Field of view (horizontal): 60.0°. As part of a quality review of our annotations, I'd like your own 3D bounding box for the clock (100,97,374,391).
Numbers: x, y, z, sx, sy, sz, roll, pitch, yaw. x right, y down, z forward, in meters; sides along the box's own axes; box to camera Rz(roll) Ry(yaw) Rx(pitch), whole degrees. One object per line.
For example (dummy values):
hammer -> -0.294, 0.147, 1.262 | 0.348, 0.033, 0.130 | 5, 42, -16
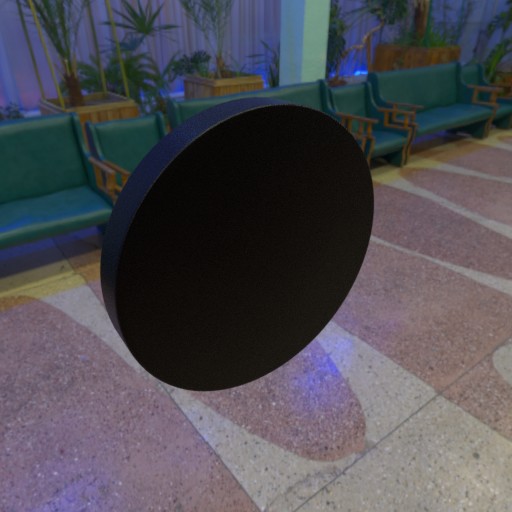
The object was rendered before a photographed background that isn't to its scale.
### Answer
clock -> 0.000, 0.000, 0.467 | 0.314, 0.314, 0.040 | -19, 35, -30
